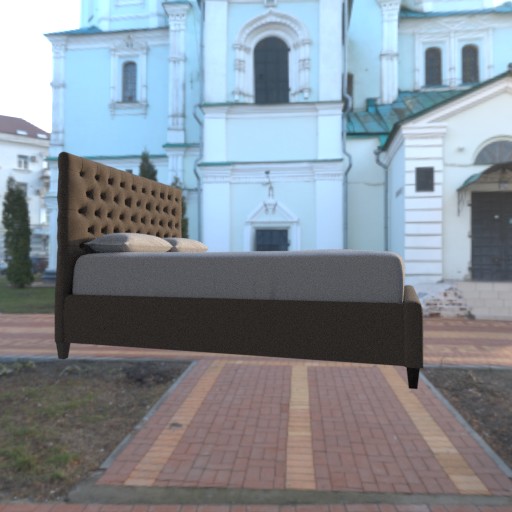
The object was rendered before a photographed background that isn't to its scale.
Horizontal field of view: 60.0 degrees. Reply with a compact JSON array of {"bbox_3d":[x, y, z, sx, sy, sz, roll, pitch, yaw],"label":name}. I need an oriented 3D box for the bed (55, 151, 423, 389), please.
[{"bbox_3d":[0.000,0.000,3.473,2.387,1.427,1.698,0,-1,18],"label":"bed"}]
